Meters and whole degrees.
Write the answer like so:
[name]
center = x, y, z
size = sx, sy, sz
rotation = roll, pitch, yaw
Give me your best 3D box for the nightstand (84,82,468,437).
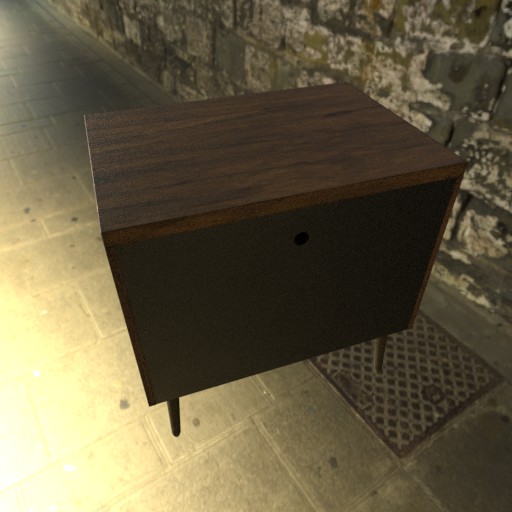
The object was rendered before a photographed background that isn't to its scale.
[nightstand]
center = 0.000, 0.000, 1.041
size = 0.610, 0.610, 0.458
rotation = -13, 41, -15
